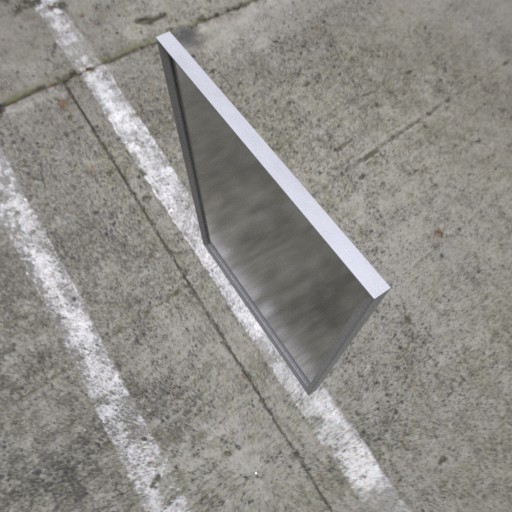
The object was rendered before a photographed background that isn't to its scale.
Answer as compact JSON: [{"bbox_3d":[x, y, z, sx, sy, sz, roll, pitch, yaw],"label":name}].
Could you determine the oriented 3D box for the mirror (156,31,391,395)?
[{"bbox_3d":[0.000,0.000,1.330,0.041,1.016,0.762,-31,68,-14],"label":"mirror"}]
